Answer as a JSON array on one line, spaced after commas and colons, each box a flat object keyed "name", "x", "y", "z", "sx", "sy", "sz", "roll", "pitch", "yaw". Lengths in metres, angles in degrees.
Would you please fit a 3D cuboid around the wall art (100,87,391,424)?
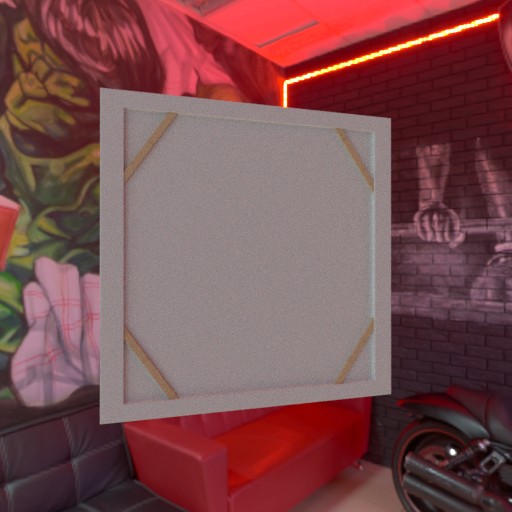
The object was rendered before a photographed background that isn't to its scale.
[{"name": "wall art", "x": 0.000, "y": 0.000, "z": 0.612, "sx": 0.405, "sy": 0.407, "sz": 0.038, "roll": 0, "pitch": 0, "yaw": -17}]
